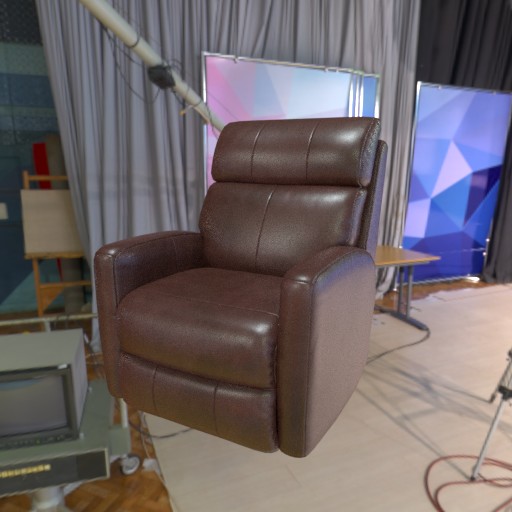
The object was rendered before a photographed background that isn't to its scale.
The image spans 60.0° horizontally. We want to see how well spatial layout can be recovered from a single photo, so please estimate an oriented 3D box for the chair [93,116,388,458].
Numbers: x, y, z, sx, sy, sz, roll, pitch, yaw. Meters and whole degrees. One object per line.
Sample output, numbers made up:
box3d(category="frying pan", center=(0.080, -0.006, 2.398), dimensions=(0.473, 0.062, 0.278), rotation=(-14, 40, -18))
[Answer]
box3d(category="chair", center=(0.000, 0.000, 1.633), dimensions=(0.787, 1.016, 0.939), rotation=(7, 15, 27))
